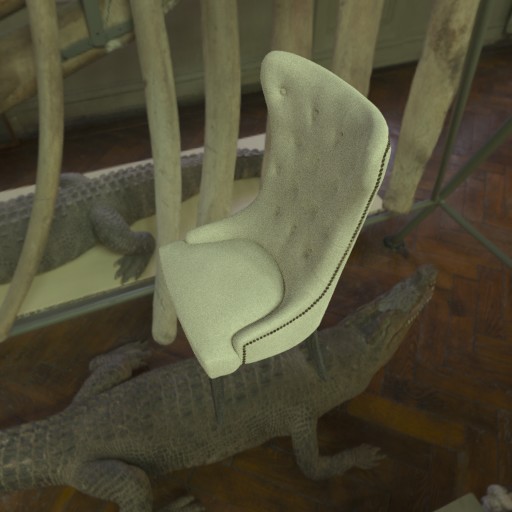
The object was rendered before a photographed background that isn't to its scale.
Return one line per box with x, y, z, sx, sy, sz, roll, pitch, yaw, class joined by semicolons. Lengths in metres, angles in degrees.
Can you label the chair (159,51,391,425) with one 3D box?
0.000;0.000;1.443;0.590;1.065;0.584;-17;48;-16;chair
